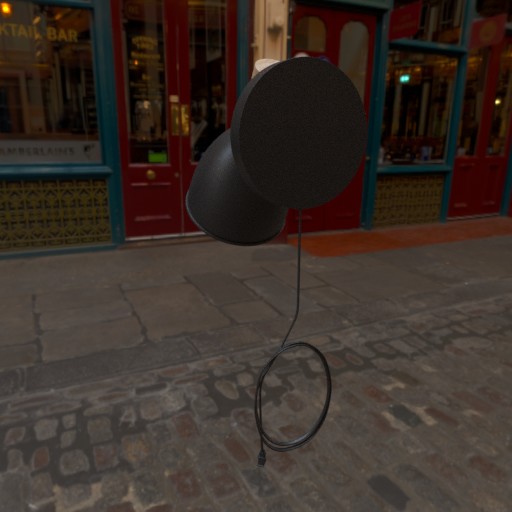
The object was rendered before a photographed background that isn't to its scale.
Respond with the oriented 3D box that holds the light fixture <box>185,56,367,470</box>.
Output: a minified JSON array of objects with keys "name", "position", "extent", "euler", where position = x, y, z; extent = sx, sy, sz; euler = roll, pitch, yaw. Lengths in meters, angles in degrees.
[{"name":"light fixture","position":[0.000,0.000,0.498],"extent":[0.127,0.401,0.203],"euler":[-7,16,-25]}]
